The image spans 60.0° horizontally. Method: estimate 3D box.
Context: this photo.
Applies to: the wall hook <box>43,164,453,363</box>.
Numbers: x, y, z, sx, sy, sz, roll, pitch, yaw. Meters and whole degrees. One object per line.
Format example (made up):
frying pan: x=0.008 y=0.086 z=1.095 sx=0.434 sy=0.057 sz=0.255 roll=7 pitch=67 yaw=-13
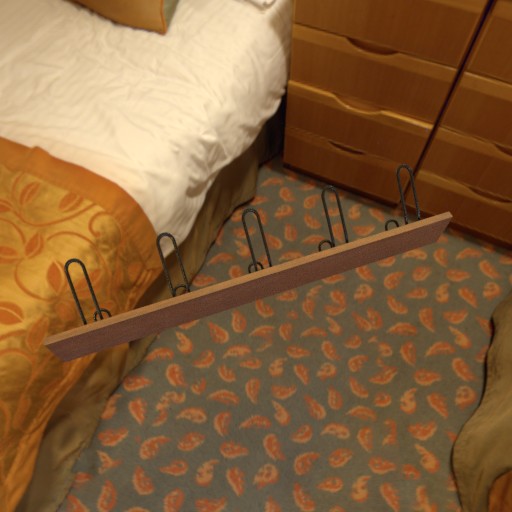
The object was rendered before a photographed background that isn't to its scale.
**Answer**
wall hook: x=0.000 y=0.000 z=0.595 sx=0.554 sy=0.116 sz=0.076 roll=-17 pitch=60 yaw=-10
